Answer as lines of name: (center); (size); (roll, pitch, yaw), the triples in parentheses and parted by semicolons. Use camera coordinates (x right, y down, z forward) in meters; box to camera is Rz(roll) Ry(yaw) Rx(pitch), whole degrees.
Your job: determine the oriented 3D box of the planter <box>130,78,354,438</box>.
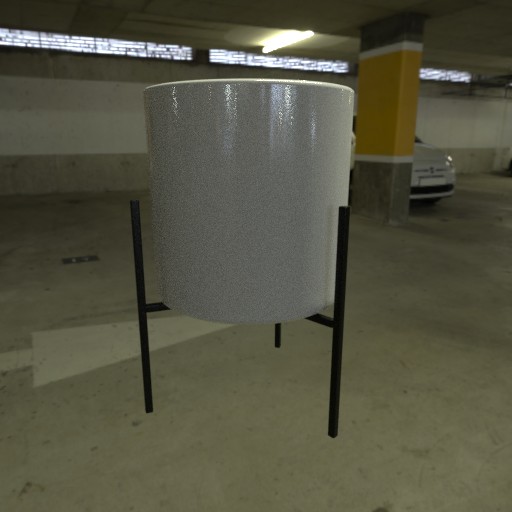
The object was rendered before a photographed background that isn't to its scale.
planter: (0.000, 0.000, 0.507); (0.239, 0.356, 0.239); (-14, 20, -43)
